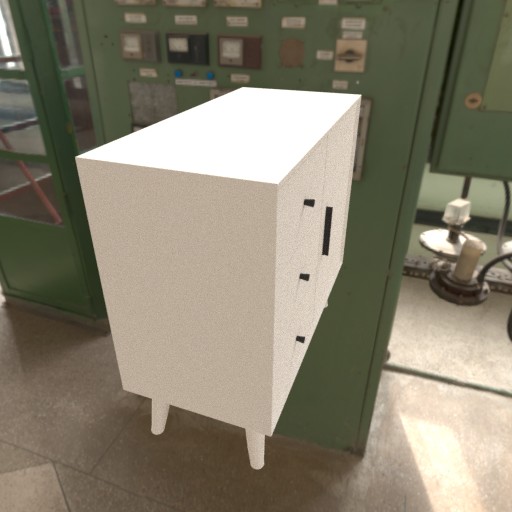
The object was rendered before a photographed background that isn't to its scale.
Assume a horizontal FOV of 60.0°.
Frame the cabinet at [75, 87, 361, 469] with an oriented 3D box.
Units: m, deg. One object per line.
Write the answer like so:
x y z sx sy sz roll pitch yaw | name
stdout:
0.000 0.000 1.252 0.398 0.761 0.800 11 32 18 | cabinet
